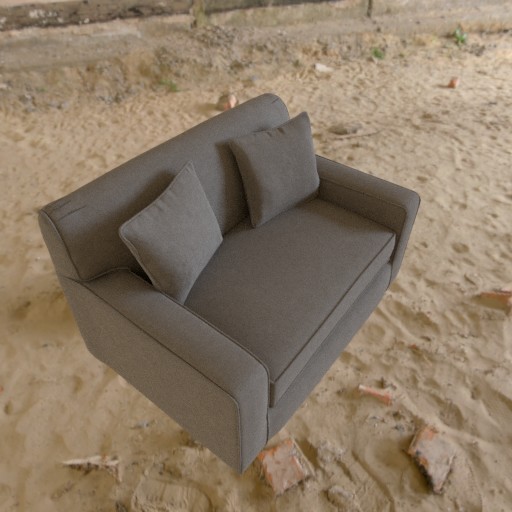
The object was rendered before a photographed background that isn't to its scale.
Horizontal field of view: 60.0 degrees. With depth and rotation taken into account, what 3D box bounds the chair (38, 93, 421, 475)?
[{"bbox_3d":[0.000,0.000,2.023,0.992,0.953,1.395,28,49,27],"label":"chair"}]
